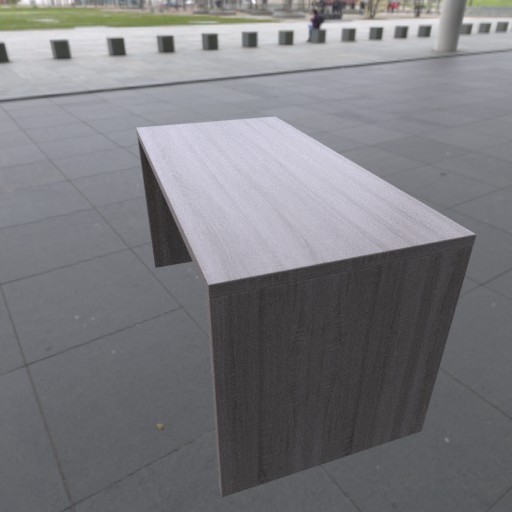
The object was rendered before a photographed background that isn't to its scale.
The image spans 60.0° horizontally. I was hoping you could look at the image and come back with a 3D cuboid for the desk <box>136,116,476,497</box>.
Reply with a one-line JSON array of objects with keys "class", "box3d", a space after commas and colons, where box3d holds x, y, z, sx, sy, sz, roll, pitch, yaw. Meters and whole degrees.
[{"class": "desk", "box3d": [0.000, 0.000, 1.763, 0.690, 0.745, 1.380, -10, 31, -17]}]
